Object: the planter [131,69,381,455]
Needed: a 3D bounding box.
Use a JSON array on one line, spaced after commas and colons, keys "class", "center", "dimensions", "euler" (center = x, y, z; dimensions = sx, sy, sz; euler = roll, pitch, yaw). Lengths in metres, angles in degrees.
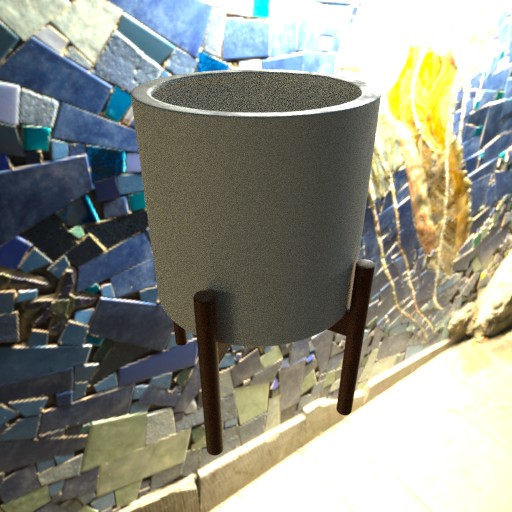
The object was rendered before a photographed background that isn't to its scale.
[{"class": "planter", "center": [0.000, 0.000, 0.929], "dimensions": [0.417, 0.670, 0.417], "euler": [-11, 32, -17]}]
